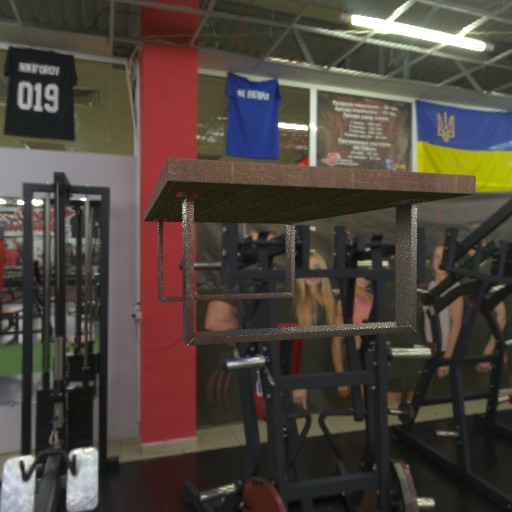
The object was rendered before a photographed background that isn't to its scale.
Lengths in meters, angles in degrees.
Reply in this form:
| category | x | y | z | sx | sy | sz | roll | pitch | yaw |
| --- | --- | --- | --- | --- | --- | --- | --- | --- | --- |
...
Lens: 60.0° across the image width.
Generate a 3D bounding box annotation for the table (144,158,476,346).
| category | x | y | z | sx | sy | sz | roll | pitch | yaw |
| --- | --- | --- | --- | --- | --- | --- | --- | --- | --- |
| table | 0.000 | 0.000 | 1.730 | 0.800 | 0.440 | 1.400 | 0 | 1 | -16 |
